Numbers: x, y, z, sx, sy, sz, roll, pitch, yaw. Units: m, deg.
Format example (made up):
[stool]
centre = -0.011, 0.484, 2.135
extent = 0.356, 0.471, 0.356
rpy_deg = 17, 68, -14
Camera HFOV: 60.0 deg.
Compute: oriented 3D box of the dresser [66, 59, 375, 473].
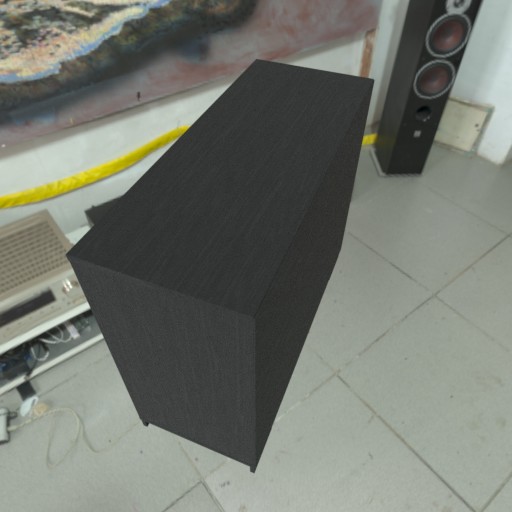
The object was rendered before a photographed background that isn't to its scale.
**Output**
[dresser]
centre = 0.000, 0.000, 1.430
extent = 0.404, 0.816, 0.994
rpy_deg = 17, 49, 15
